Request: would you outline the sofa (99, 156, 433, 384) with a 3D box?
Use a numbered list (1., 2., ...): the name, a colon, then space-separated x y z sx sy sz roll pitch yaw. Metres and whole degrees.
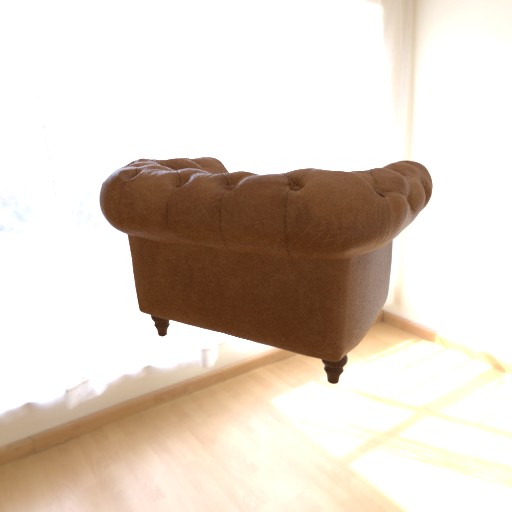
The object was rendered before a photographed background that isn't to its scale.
1. sofa: 0.000 0.000 2.077 1.405 0.878 1.033 8 18 28
